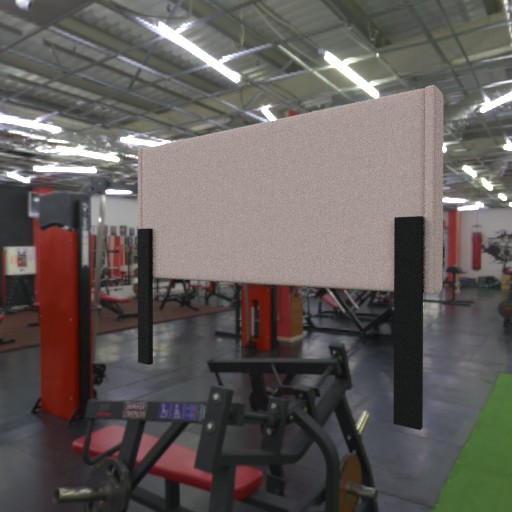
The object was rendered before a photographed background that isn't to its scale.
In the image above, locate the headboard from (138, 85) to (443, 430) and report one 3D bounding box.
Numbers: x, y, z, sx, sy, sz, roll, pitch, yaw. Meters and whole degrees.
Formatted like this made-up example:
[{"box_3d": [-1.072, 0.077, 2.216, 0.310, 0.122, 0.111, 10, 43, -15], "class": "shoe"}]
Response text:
[{"box_3d": [0.000, 0.000, 2.615, 2.051, 1.524, 0.184, 1, 1, 37], "class": "headboard"}]
